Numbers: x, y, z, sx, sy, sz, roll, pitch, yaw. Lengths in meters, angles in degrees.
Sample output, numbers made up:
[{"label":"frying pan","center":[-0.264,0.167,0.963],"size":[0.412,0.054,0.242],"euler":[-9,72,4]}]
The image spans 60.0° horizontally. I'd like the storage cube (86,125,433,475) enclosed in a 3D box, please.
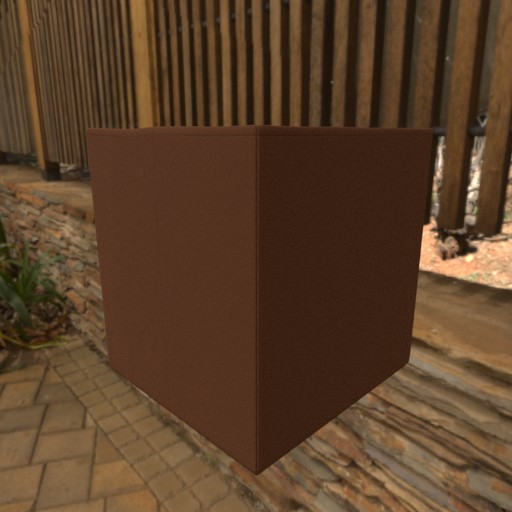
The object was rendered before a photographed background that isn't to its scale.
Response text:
[{"label":"storage cube","center":[0.000,0.000,0.505],"size":[0.270,0.280,0.270],"euler":[-15,21,-43]}]
